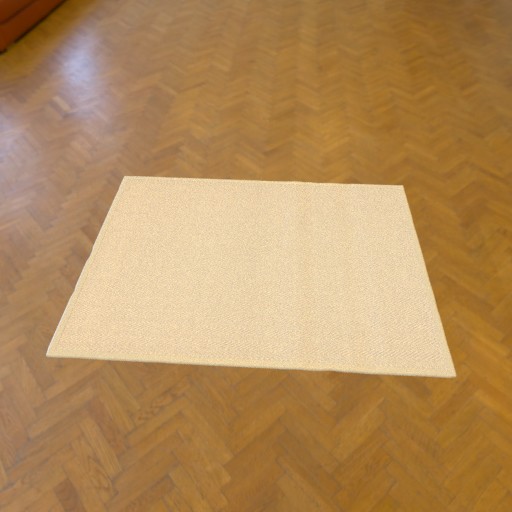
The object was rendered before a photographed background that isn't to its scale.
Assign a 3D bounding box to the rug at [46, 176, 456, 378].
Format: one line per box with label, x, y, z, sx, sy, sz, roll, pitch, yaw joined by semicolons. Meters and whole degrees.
rug;0.000;0.000;4.863;3.659;0.037;2.734;2;46;2
